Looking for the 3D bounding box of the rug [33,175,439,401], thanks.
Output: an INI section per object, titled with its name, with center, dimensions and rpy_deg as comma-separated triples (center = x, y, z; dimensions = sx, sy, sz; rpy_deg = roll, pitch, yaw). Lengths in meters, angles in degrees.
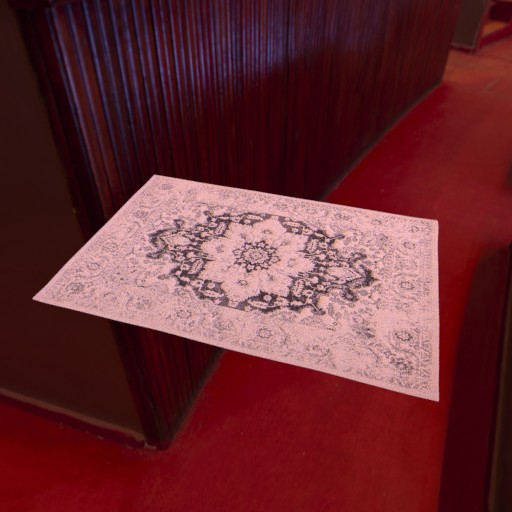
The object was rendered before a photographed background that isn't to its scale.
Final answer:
[rug]
center = 0.000, 0.000, 2.306
dimensions = 1.813, 0.008, 1.223
rpy_deg = 11, 41, 13
